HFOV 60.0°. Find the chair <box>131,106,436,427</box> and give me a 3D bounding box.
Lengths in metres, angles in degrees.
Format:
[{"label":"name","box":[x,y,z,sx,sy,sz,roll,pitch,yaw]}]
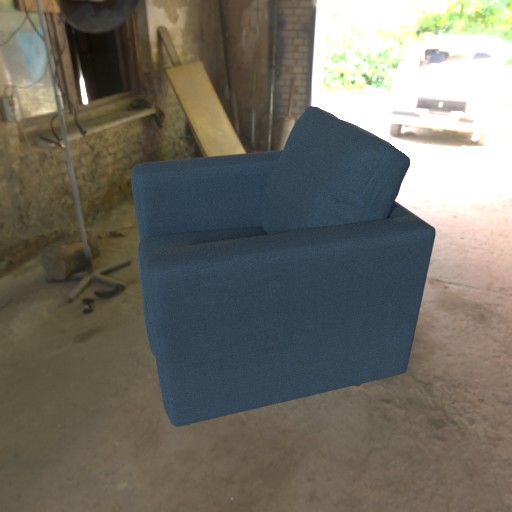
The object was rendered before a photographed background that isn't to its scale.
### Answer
[{"label":"chair","box":[0.000,0.000,1.583,0.820,0.922,0.855,-8,31,-14]}]
